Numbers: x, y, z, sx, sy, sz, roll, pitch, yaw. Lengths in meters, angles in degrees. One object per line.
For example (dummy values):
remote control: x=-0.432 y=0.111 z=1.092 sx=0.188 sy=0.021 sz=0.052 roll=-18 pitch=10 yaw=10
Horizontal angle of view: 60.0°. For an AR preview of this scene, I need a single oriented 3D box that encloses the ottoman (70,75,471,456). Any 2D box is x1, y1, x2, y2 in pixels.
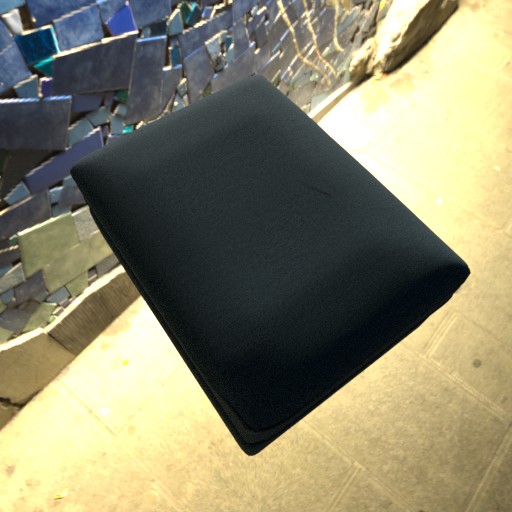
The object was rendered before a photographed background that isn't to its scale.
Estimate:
ottoman: x=0.000 y=0.000 z=1.236 sx=0.629 sy=0.503 sz=0.835 roll=-32 pitch=65 yaw=-17
